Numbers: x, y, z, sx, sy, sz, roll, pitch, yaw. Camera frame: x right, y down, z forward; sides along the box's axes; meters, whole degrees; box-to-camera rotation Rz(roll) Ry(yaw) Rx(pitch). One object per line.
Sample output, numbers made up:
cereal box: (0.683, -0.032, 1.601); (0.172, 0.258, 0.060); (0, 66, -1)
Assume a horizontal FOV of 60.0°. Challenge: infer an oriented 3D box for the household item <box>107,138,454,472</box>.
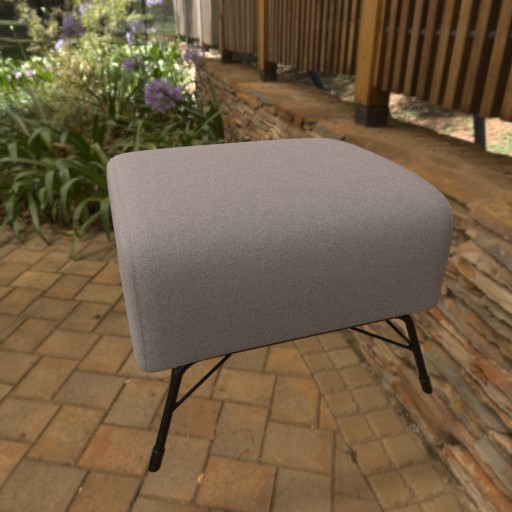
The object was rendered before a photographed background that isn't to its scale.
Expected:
household item: (0.000, 0.000, 0.889); (0.530, 0.410, 0.530); (-9, 28, -17)
